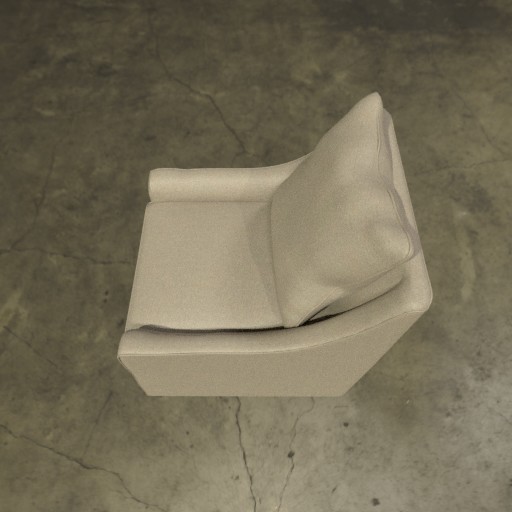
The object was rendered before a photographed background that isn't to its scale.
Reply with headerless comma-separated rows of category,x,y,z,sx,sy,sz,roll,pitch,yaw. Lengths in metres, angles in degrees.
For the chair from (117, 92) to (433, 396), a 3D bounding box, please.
chair,0.000,0.000,1.562,0.876,0.942,0.760,0,58,0
